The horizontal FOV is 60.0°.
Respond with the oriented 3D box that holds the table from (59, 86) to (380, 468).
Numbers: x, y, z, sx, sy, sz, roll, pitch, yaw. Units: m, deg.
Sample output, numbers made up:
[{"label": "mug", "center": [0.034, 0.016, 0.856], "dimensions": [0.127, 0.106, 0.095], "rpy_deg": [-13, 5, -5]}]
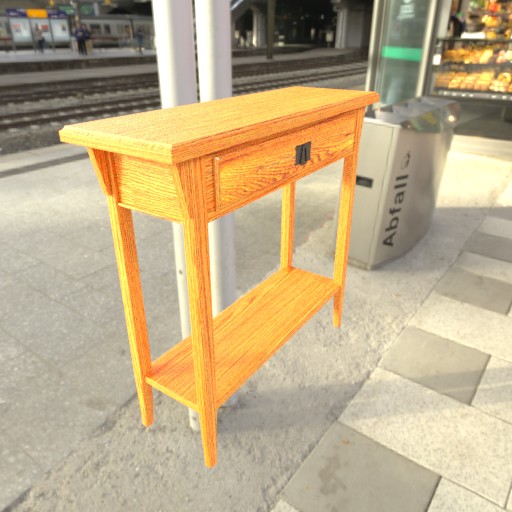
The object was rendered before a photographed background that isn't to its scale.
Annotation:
[{"label": "table", "center": [0.000, 0.000, 1.094], "dimensions": [0.254, 0.711, 0.762], "rpy_deg": [17, 31, 31]}]
